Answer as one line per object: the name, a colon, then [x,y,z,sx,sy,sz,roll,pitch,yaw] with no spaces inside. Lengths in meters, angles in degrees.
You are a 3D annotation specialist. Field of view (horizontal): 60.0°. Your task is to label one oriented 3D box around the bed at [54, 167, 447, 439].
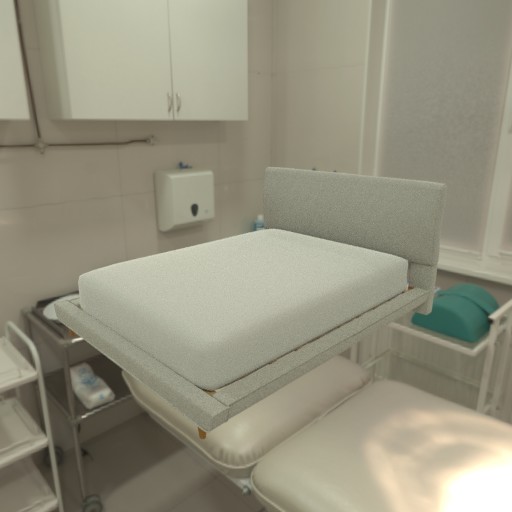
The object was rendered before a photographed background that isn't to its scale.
bed: [0.000,0.000,3.333,2.368,1.067,1.840,-16,23,-42]
